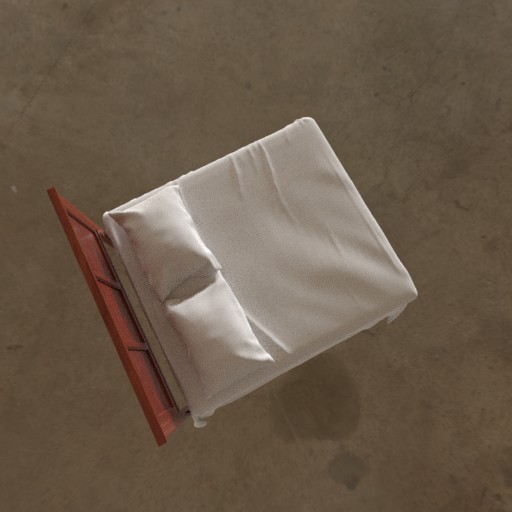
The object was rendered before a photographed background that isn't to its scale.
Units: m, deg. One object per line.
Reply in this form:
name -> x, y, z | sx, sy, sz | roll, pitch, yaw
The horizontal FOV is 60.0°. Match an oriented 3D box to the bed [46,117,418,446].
bed -> 0.000, 0.000, 3.262 | 2.050, 1.270, 1.870 | -27, 79, -6
